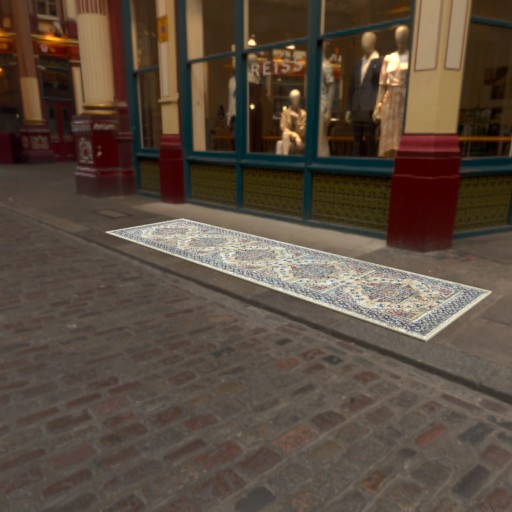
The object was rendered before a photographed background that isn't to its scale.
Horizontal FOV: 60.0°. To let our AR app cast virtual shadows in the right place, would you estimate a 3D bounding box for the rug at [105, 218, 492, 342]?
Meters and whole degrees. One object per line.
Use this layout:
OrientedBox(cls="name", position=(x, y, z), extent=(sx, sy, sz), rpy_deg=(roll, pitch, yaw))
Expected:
OrientedBox(cls="rug", position=(0.000, 0.000, 2.520), extent=(2.297, 0.013, 0.661), rpy_deg=(16, 22, 43))
